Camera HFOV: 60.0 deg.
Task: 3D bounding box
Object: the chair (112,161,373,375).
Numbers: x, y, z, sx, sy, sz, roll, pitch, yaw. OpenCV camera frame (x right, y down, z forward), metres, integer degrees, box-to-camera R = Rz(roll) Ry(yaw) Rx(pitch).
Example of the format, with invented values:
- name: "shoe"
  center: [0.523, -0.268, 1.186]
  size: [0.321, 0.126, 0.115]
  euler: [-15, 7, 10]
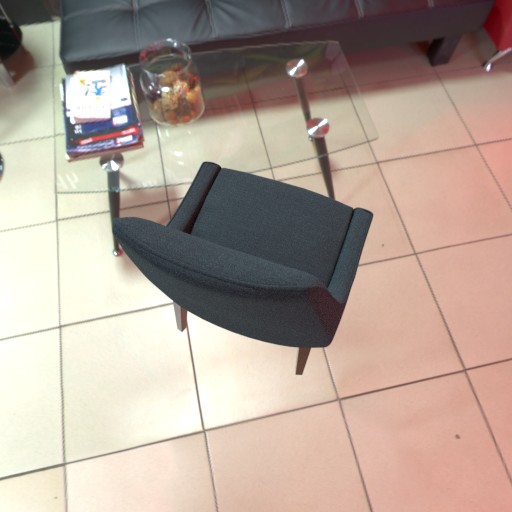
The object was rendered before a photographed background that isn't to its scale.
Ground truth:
- name: "chair"
  center: [0.000, 0.000, 1.181]
  size: [0.529, 0.861, 0.544]
  euler: [19, 65, 9]
